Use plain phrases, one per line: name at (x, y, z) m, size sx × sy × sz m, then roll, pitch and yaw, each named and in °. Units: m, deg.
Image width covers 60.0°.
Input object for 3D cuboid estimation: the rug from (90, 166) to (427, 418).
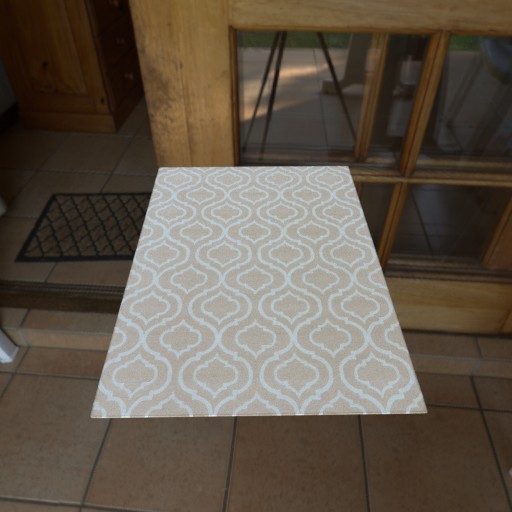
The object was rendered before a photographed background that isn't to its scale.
rug at (0.000, 0.000, 2.785) m, size 1.524 × 0.010 × 2.134 m, roll -1°, pitch 42°, yaw -1°
